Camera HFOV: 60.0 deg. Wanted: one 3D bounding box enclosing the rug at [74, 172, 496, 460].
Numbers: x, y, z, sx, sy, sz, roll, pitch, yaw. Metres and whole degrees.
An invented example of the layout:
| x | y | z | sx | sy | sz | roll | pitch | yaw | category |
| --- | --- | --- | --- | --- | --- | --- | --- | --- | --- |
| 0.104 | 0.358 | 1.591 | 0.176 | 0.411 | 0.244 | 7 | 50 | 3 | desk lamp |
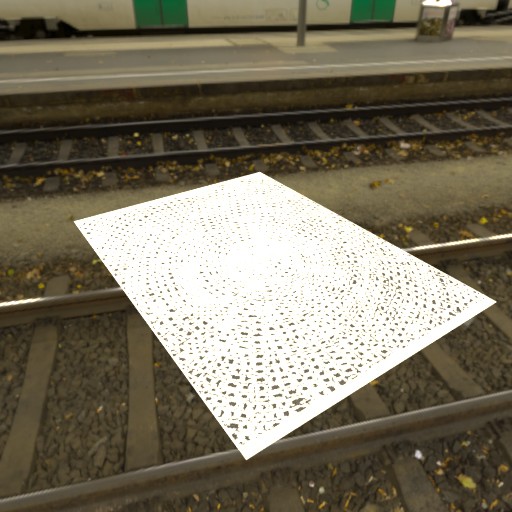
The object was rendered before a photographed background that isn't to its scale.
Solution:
| x | y | z | sx | sy | sz | roll | pitch | yaw | category |
| --- | --- | --- | --- | --- | --- | --- | --- | --- | --- |
| 0.000 | 0.000 | 2.040 | 1.190 | 0.003 | 1.634 | -20 | 38 | -29 | rug |
